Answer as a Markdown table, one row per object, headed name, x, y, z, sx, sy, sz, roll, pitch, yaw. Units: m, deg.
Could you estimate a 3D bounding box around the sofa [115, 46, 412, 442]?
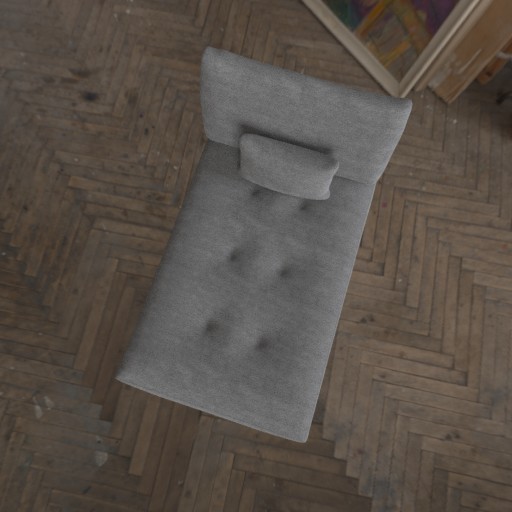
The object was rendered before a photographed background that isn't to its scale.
| name | x | y | z | sx | sy | sz | roll | pitch | yaw |
| --- | --- | --- | --- | --- | --- | --- | --- | --- | --- |
| sofa | 0.000 | 0.000 | 2.020 | 0.930 | 0.820 | 1.450 | 17 | 75 | 5 |
